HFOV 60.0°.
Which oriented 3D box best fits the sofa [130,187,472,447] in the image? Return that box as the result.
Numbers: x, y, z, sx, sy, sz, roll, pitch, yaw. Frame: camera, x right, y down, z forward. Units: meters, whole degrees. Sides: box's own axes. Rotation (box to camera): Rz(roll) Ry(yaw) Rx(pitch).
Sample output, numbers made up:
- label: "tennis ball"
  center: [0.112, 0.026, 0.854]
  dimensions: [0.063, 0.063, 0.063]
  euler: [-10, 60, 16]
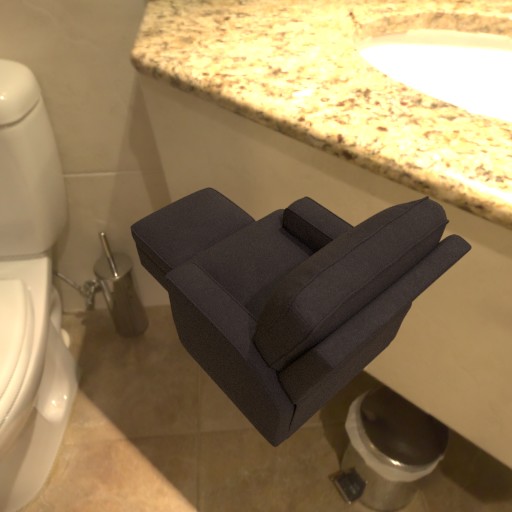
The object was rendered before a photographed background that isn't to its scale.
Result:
- label: "sofa"
  center: [0.000, 0.000, 2.031]
  dimensions: [0.861, 0.959, 1.472]
  euler: [-32, 53, -28]
